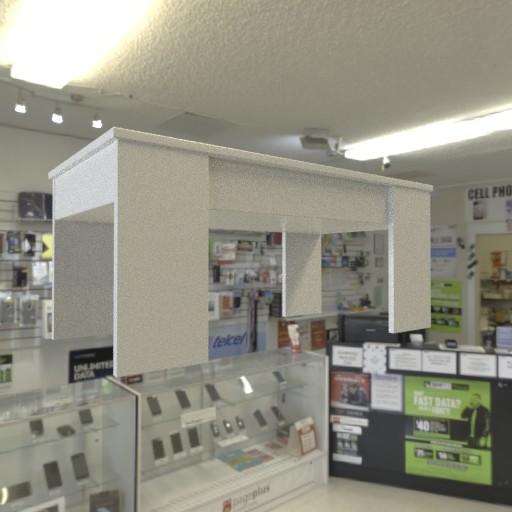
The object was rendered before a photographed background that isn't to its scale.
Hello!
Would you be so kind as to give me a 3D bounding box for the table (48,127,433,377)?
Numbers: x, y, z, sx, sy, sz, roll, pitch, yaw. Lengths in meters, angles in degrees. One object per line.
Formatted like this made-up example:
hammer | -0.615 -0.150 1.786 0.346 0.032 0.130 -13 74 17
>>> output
table | 0.000 0.000 1.272 1.000 0.440 0.500 1 -1 -37
